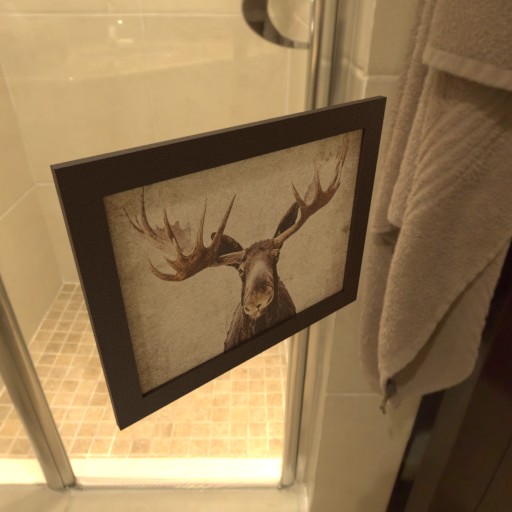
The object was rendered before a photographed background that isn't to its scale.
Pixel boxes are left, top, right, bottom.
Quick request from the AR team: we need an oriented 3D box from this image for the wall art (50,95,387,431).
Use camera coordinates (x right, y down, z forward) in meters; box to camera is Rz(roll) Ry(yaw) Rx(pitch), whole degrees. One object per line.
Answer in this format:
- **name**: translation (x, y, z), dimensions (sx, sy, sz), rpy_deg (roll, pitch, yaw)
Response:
- **wall art**: translation (0.000, 0.000, 1.603), dimensions (1.207, 0.952, 0.034), rpy_deg (-22, 38, -31)
